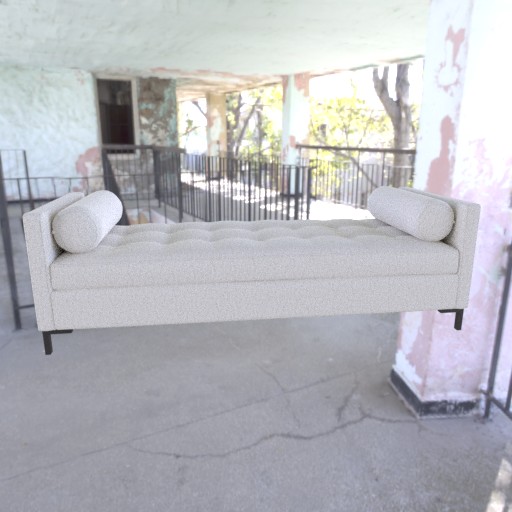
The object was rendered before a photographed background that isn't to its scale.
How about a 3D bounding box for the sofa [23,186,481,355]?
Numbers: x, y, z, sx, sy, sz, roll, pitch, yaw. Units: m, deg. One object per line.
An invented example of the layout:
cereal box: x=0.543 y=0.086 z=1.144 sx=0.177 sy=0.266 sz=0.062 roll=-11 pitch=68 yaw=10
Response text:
sofa: x=0.000 y=0.000 z=2.304 sx=1.985 sy=0.641 sz=0.746 roll=-2 pitch=15 yaw=-7
